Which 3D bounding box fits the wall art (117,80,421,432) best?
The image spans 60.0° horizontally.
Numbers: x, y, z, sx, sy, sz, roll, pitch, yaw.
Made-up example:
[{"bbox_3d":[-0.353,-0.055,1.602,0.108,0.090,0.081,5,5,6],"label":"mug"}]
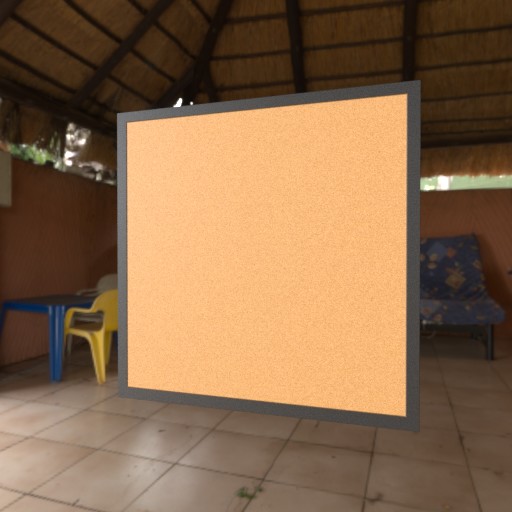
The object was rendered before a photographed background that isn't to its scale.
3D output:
[{"bbox_3d":[0.000,0.000,0.731,0.506,0.506,0.037,0,1,18],"label":"wall art"}]
